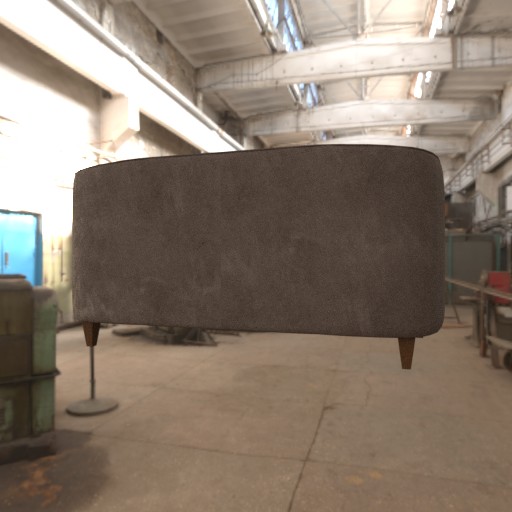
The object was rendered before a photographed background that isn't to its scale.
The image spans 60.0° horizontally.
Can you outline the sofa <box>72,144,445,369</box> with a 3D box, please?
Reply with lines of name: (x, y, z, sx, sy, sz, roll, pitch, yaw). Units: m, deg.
sofa: (0.000, 0.000, 2.231, 1.733, 0.855, 0.941, 0, 0, 17)
